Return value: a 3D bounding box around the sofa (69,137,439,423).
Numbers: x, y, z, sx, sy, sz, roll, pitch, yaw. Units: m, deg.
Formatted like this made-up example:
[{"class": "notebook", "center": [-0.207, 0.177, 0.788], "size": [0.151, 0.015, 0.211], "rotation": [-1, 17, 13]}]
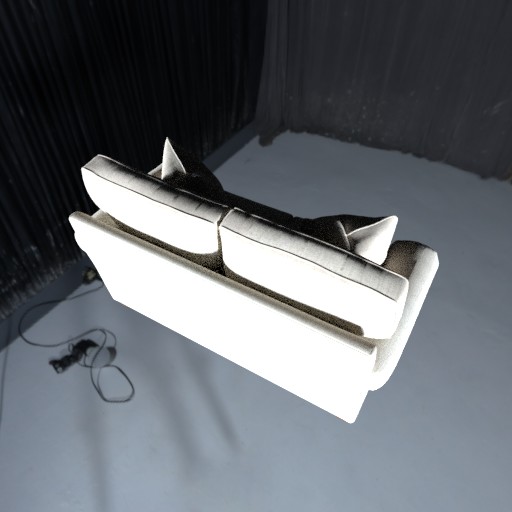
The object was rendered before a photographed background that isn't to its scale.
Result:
[{"class": "sofa", "center": [0.000, 0.000, 2.343], "size": [1.701, 0.966, 0.966], "rotation": [23, 49, 21]}]
